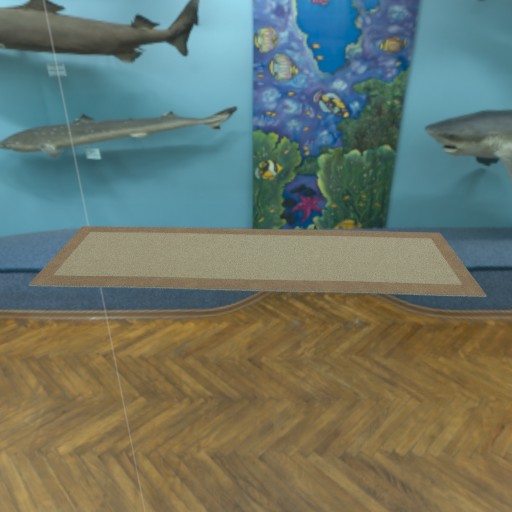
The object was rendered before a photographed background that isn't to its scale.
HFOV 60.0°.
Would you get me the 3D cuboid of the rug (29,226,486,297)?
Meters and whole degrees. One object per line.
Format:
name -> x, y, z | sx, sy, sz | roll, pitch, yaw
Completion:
rug -> 0.000, 0.000, 2.678 | 2.430, 0.012, 0.767 | 1, 29, 2
